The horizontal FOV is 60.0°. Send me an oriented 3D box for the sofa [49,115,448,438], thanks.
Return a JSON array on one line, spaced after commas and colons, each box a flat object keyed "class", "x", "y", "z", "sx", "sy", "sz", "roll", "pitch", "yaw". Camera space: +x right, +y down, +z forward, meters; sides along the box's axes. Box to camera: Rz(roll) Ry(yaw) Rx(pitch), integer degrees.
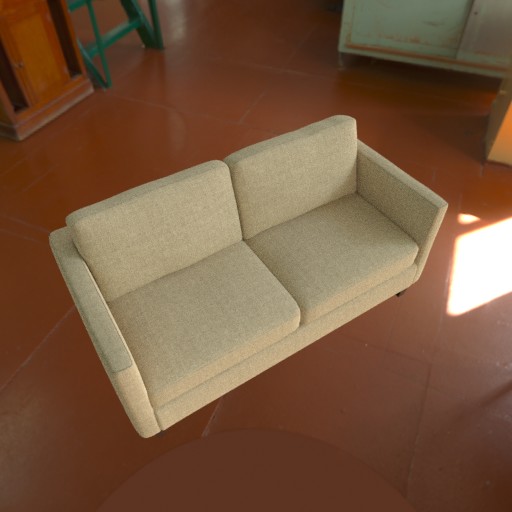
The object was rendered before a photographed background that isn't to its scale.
[{"class": "sofa", "x": 0.000, "y": 0.000, "z": 2.456, "sx": 1.884, "sy": 0.963, "sz": 0.950, "roll": -25, "pitch": 52, "yaw": -22}]
